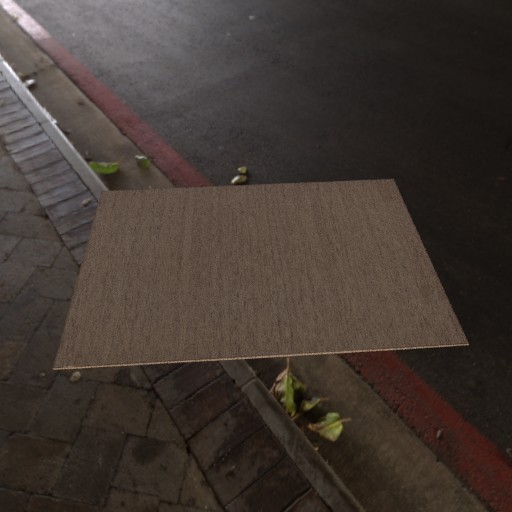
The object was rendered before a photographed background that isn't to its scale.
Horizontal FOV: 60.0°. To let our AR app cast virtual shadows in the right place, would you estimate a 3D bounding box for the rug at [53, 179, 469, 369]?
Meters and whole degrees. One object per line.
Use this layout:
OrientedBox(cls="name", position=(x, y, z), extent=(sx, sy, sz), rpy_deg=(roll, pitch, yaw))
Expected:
OrientedBox(cls="rug", position=(0.000, 0.000, 2.373), extent=(1.840, 0.013, 1.225), rpy_deg=(-3, 47, -3))
